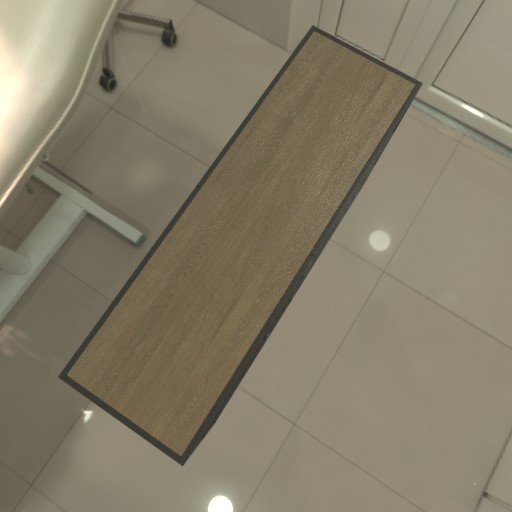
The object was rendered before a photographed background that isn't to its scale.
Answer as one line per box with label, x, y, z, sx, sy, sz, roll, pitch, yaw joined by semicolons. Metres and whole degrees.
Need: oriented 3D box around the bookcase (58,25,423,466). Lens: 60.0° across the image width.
bookcase;0.000;0.000;1.487;0.350;0.780;1.140;32;78;8
